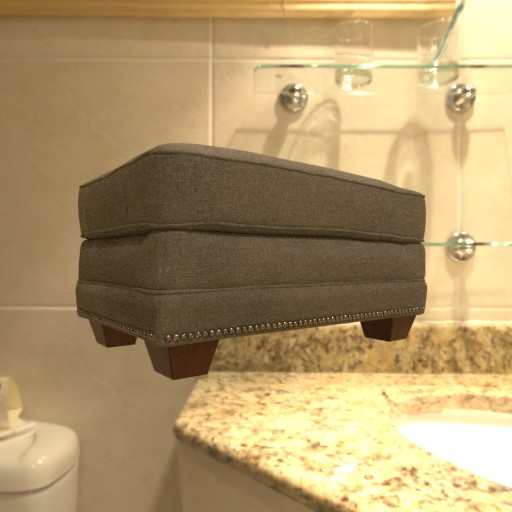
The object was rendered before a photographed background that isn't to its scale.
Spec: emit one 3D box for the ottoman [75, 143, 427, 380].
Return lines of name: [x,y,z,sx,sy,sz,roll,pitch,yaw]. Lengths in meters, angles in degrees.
ottoman: [0.000,0.000,1.192,0.813,0.457,0.561,0,-1,-37]
